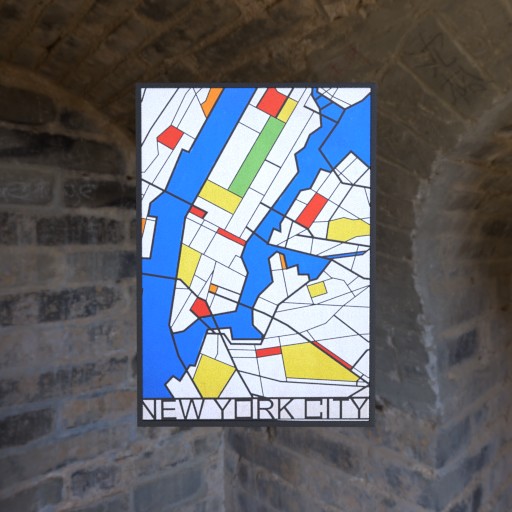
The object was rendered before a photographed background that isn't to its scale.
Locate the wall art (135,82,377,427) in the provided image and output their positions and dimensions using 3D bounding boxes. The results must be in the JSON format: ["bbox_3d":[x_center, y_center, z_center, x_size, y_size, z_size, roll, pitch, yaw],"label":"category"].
[{"bbox_3d":[0.000,0.000,0.856,0.460,0.660,0.013,0,1,0],"label":"wall art"}]
